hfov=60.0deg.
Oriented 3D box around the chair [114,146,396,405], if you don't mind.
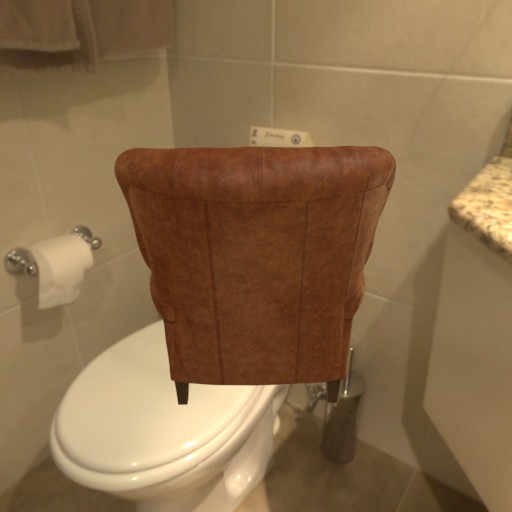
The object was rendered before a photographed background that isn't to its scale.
[{"bbox_3d":[0.000,0.000,1.945,0.951,1.164,1.059,0,29,-1],"label":"chair"}]
